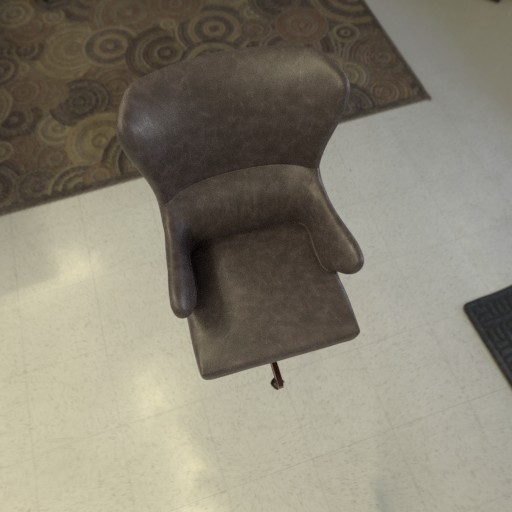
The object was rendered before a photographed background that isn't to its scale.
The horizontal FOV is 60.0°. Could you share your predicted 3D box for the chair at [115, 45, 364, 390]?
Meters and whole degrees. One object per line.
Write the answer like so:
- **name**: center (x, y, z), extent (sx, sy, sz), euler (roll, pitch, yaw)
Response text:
- **chair**: center (0.000, 0.000, 1.443), extent (0.594, 1.037, 0.717), euler (-14, 65, -7)
